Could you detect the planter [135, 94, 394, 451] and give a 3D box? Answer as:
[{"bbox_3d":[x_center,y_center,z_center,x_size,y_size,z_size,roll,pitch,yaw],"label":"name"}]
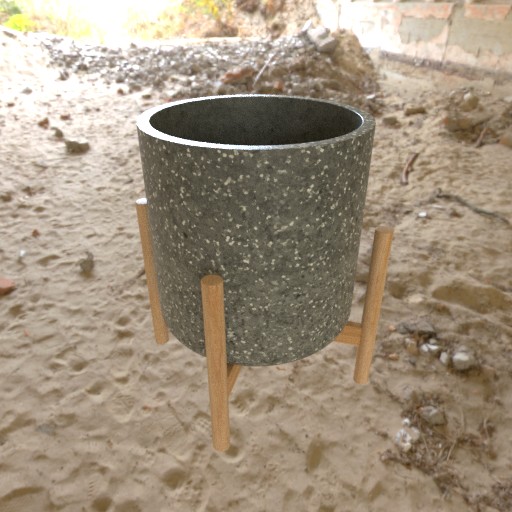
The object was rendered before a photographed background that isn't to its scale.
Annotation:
[{"bbox_3d":[0.000,0.000,0.680,0.360,0.419,0.360,21,36,32],"label":"planter"}]
